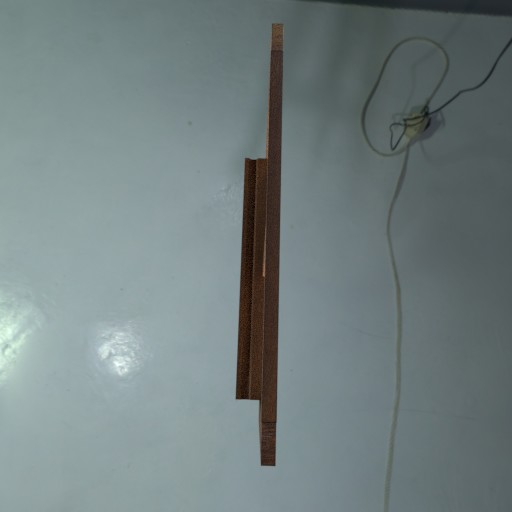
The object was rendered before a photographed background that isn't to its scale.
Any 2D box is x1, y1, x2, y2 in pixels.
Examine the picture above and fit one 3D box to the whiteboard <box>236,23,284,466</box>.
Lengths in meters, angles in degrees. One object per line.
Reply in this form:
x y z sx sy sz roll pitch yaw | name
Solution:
0.000 0.000 1.028 0.083 0.559 0.783 2 76 0 | whiteboard
